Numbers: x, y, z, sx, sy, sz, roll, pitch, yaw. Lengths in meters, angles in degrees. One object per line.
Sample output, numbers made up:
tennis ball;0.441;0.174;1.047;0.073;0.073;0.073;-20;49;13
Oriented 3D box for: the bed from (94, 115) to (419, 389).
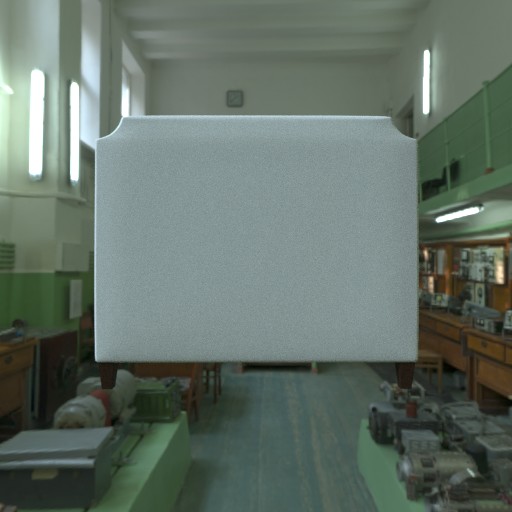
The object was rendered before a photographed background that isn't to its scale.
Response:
bed;0.000;0.000;3.468;1.712;1.443;2.372;0;-1;0
